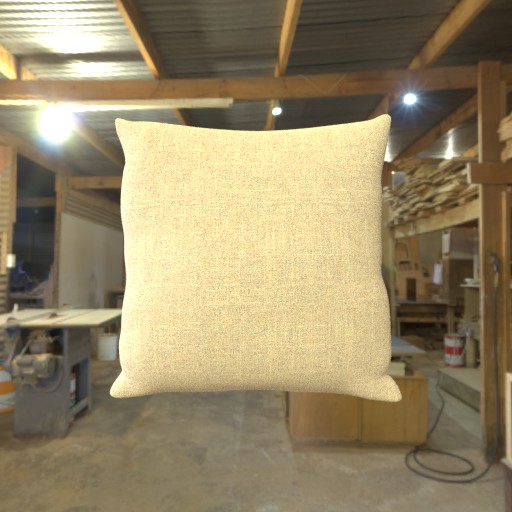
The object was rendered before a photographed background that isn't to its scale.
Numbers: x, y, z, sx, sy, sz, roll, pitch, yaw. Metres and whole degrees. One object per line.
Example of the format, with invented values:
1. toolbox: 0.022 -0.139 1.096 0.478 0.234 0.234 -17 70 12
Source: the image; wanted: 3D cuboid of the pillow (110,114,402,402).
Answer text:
1. pillow: 0.000 0.000 0.683 0.439 0.440 0.182 0 -2 0
